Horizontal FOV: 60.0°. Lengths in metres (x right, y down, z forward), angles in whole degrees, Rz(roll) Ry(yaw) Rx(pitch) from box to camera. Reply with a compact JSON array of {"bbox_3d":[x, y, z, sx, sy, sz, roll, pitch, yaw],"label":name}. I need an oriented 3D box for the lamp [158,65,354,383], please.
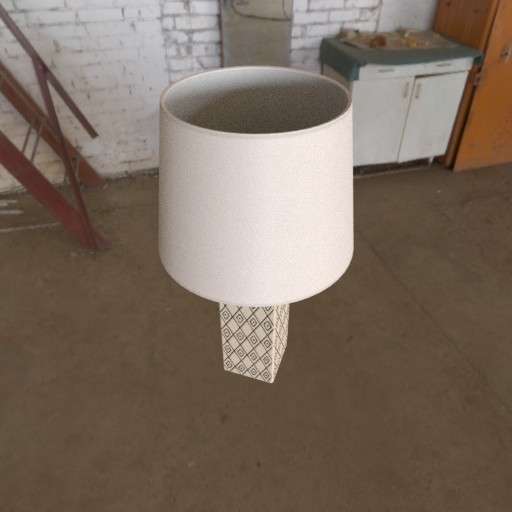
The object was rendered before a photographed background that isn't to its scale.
[{"bbox_3d":[0.000,0.000,0.599,0.251,0.435,0.251,0,39,0],"label":"lamp"}]
